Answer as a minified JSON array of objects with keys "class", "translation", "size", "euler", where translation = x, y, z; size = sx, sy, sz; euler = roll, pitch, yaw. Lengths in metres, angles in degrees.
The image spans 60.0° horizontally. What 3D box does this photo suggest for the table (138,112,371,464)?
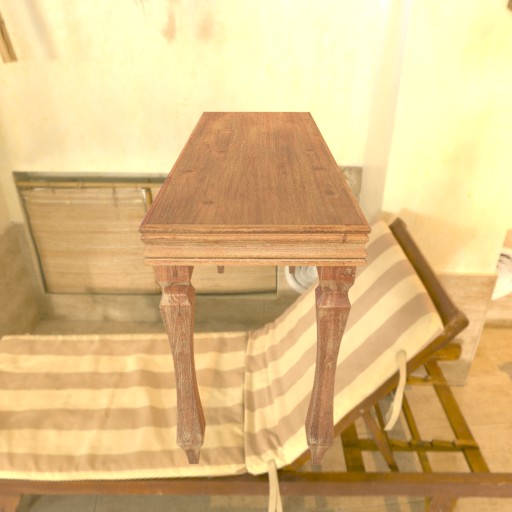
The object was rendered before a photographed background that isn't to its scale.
[{"class":"table","translation":[0.000,0.000,1.780],"size":[0.522,0.873,1.330],"euler":[0,29,0]}]
